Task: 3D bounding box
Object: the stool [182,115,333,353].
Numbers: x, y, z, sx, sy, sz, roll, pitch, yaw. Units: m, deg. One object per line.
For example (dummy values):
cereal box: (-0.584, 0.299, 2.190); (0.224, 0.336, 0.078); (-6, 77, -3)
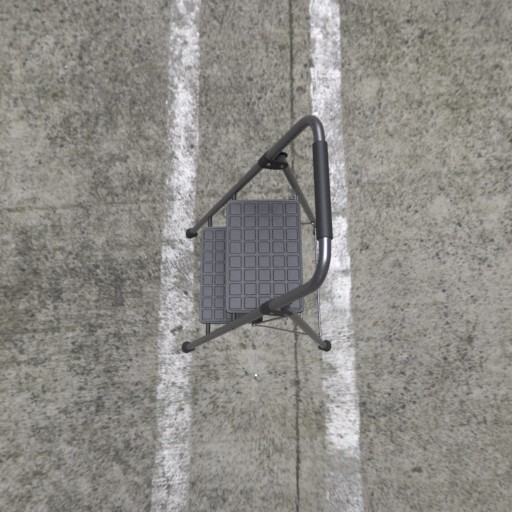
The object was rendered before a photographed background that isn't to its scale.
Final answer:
stool: (0.000, 0.000, 1.155); (0.514, 0.872, 0.450); (-1, 75, 0)
